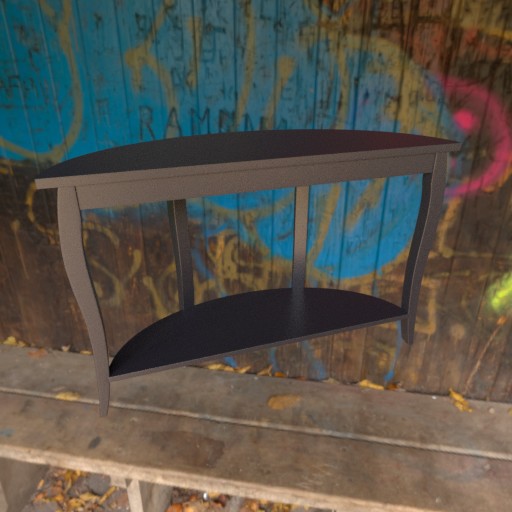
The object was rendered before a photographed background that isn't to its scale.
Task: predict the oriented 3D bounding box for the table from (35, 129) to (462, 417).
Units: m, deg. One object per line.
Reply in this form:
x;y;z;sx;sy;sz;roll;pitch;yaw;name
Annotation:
0.000;0.000;1.546;1.219;0.780;0.394;-9;28;-17;table
